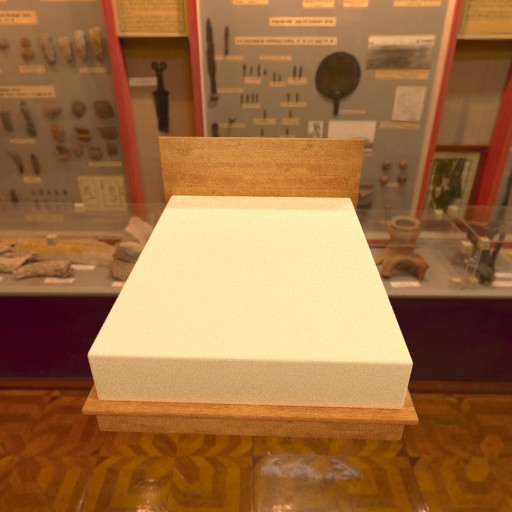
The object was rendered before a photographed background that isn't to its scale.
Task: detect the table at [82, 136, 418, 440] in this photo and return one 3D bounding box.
[{"bbox_3d":[0.000,0.000,3.015,1.707,1.041,2.149,1,30,2],"label":"table"}]
